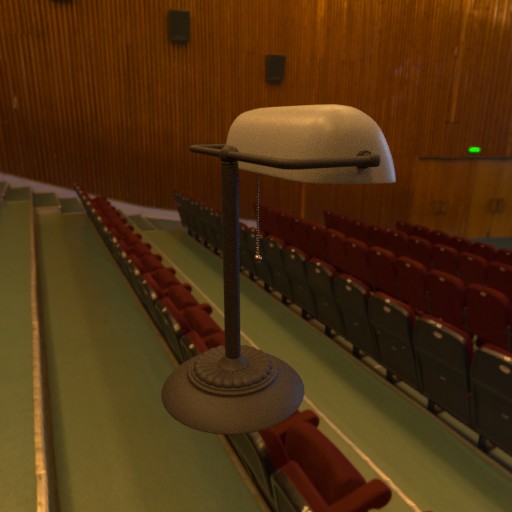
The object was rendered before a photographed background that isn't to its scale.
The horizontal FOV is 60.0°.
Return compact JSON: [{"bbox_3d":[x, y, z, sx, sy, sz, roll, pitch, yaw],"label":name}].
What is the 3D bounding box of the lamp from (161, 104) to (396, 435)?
[{"bbox_3d":[0.000,0.000,0.526,0.243,0.339,0.264,-8,19,-25],"label":"lamp"}]
